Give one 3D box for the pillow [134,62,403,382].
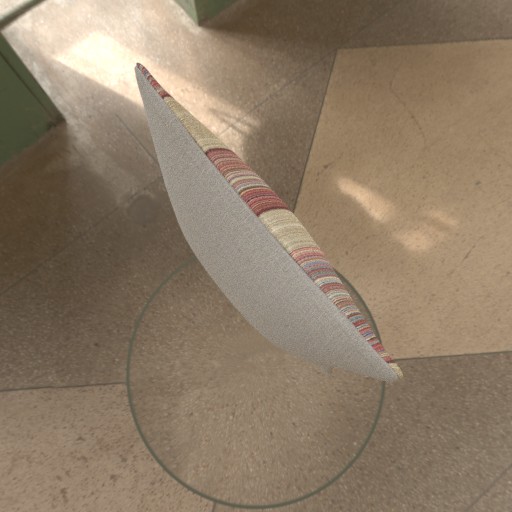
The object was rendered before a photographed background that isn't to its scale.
[{"bbox_3d":[0.000,0.000,0.645,0.136,0.419,0.437,-38,79,-9],"label":"pillow"}]
